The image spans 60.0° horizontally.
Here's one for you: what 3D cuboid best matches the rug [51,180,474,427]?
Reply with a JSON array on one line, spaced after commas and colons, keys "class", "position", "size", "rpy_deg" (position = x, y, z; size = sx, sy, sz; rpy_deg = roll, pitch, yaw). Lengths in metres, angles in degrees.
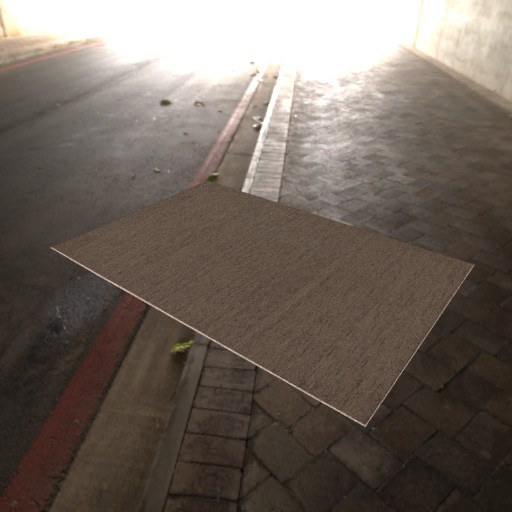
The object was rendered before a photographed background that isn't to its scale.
[{"class": "rug", "position": [0.000, 0.000, 2.309], "size": [1.840, 0.013, 1.225], "rpy_deg": [22, 38, 32]}]
